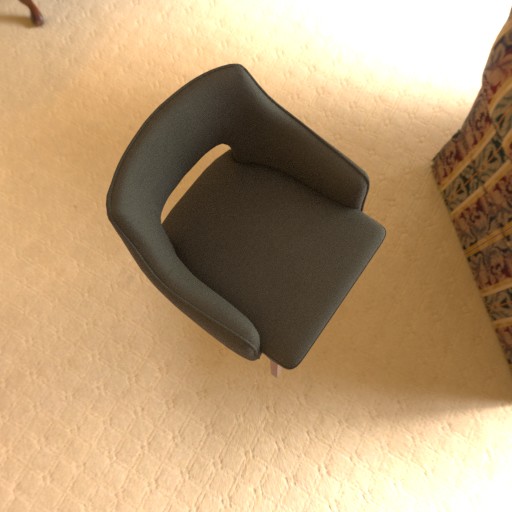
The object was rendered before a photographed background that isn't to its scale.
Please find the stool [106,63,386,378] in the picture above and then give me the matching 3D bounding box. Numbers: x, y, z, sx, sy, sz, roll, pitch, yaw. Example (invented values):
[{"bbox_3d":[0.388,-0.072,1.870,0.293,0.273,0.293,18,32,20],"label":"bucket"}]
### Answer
[{"bbox_3d":[0.000,0.000,1.343,0.558,1.012,0.548,35,77,9],"label":"stool"}]
